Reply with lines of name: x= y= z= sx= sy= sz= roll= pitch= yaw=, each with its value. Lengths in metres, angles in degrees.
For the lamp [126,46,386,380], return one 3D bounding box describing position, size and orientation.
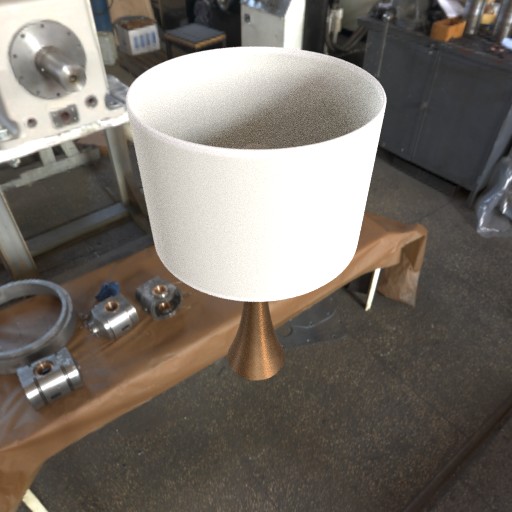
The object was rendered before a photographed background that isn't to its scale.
lamp: x=0.000 y=0.000 z=0.627 sx=0.268 sy=0.479 sz=0.268 roll=13 pitch=44 yaw=14
